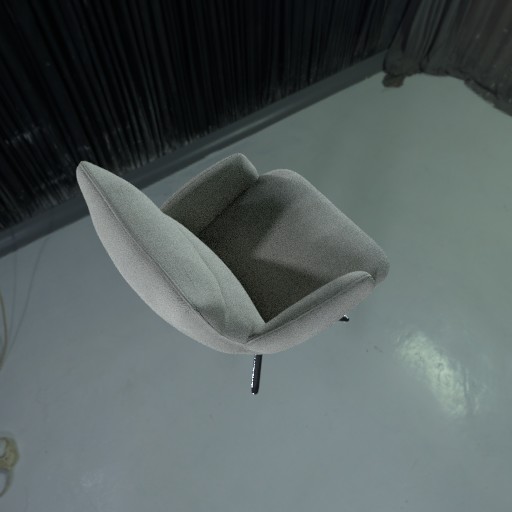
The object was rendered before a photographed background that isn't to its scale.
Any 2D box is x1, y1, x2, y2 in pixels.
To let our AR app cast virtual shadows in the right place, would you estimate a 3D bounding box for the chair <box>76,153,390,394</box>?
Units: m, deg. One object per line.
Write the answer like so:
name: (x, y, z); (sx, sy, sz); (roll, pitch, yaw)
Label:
chair: (0.000, 0.000, 1.587); (0.889, 1.016, 0.711); (-34, 64, -19)
